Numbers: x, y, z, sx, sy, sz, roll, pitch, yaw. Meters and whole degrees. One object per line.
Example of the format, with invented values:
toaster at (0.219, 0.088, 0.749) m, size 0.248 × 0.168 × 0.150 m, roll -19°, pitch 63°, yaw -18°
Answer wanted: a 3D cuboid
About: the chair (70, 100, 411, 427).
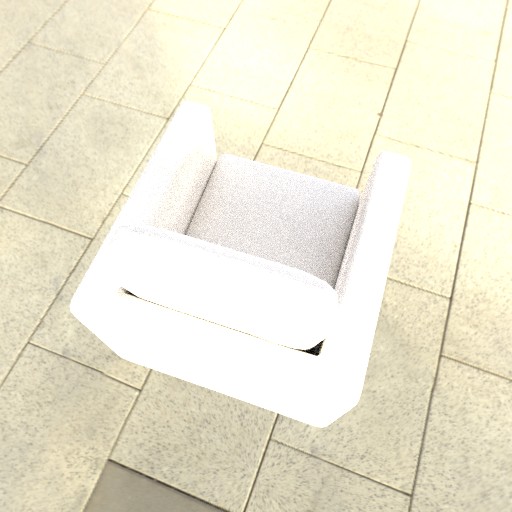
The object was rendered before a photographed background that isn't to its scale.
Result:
chair at (0.000, 0.000, 1.549) m, size 0.831 × 0.899 × 0.879 m, roll 17°, pitch 65°, yaw 8°
